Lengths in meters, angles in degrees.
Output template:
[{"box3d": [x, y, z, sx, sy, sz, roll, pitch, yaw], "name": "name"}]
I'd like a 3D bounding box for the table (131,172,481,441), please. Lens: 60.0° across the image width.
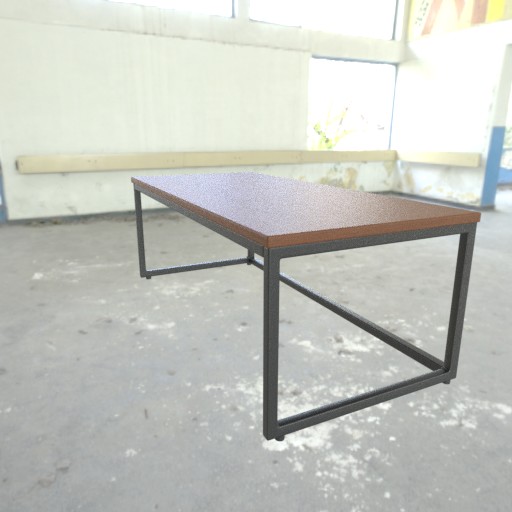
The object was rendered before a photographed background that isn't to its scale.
[{"box3d": [0.000, 0.000, 1.340, 0.500, 0.400, 1.100, -8, 17, -25], "name": "table"}]
